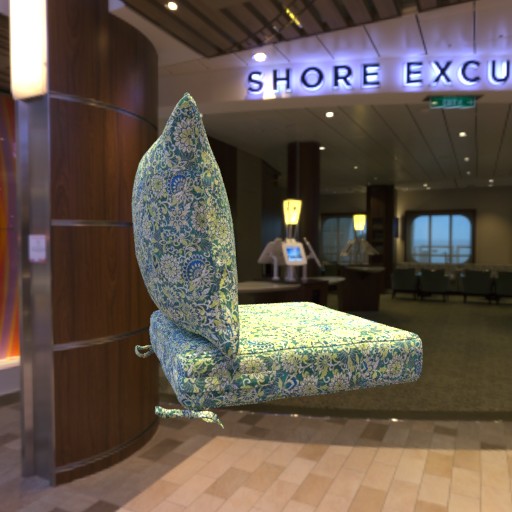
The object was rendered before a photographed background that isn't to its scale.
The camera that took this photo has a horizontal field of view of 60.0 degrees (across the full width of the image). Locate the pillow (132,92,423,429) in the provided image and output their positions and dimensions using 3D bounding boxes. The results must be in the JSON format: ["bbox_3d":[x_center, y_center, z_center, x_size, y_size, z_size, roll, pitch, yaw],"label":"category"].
[{"bbox_3d":[0.000,0.000,1.379,0.740,0.722,0.798,-1,2,-19],"label":"pillow"}]
